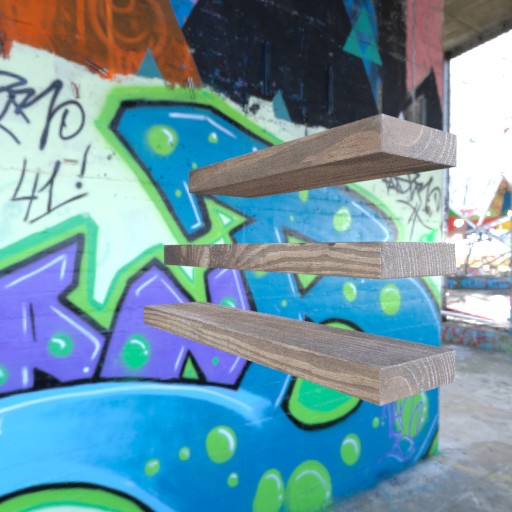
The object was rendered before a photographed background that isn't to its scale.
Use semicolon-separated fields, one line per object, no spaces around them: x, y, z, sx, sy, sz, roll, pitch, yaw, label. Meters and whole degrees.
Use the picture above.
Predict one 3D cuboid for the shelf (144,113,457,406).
0.000;0.000;0.728;0.140;0.293;0.610;-1;1;-36;shelf
